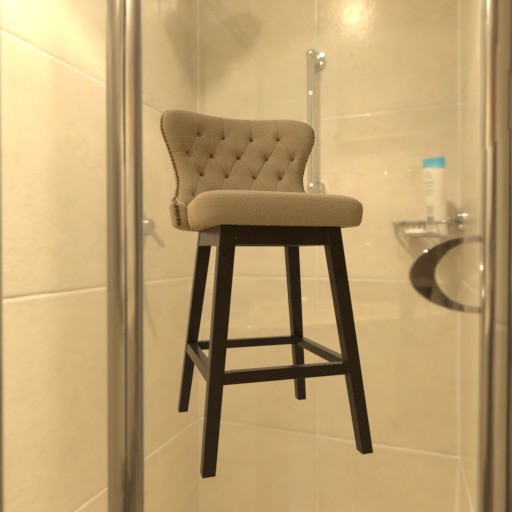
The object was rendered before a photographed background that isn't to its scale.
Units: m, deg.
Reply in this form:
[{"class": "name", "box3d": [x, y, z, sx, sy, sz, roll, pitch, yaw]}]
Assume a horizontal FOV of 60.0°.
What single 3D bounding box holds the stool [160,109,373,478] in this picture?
[{"class": "stool", "box3d": [0.000, 0.000, 1.313, 0.528, 0.971, 0.593, 0, 1, -17]}]
